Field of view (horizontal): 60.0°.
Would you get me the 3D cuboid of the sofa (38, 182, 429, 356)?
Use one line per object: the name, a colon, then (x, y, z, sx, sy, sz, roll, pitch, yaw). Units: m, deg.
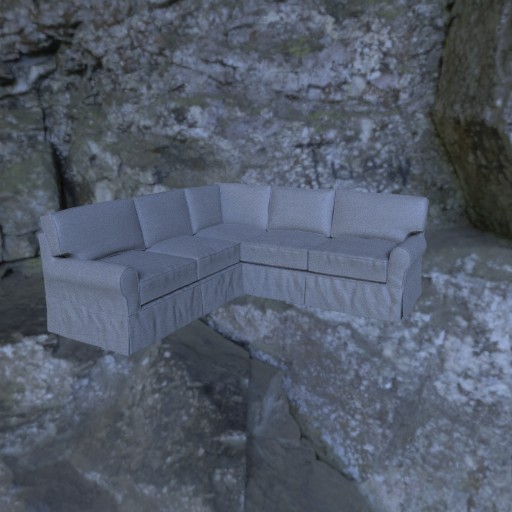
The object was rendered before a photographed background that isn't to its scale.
sofa: (0.000, 0.000, 4.079, 2.623, 1.081, 2.618, 8, 16, 28)
